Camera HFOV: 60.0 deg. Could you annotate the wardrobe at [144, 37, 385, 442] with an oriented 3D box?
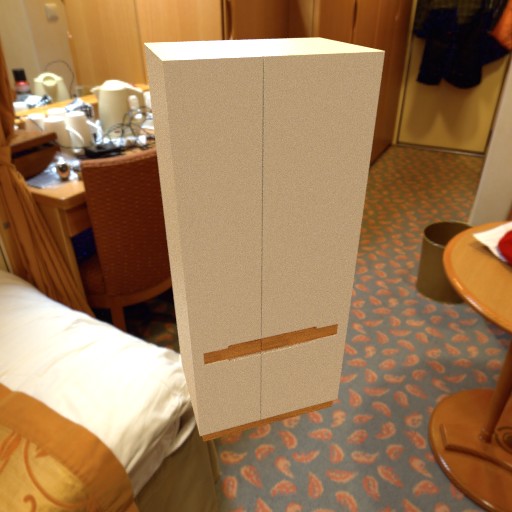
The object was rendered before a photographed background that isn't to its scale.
[{"bbox_3d":[0.000,0.000,2.379,0.860,2.040,0.600,-10,32,-15],"label":"wardrobe"}]
